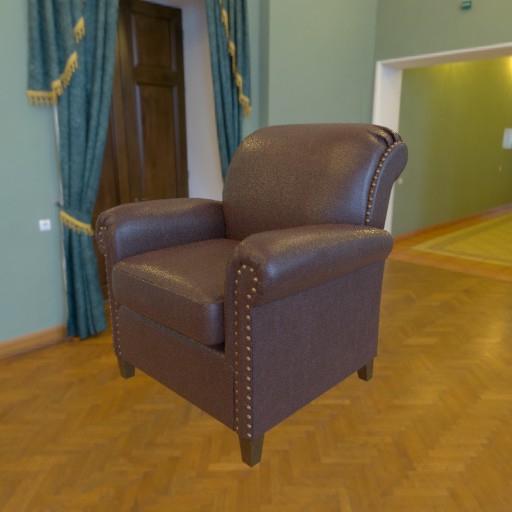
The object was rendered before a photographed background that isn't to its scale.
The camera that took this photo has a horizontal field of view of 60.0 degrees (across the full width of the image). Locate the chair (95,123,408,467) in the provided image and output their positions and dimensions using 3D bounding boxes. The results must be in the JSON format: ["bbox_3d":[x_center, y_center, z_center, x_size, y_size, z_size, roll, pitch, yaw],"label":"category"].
[{"bbox_3d":[0.000,0.000,1.593,0.854,0.927,0.890,14,20,42],"label":"chair"}]
